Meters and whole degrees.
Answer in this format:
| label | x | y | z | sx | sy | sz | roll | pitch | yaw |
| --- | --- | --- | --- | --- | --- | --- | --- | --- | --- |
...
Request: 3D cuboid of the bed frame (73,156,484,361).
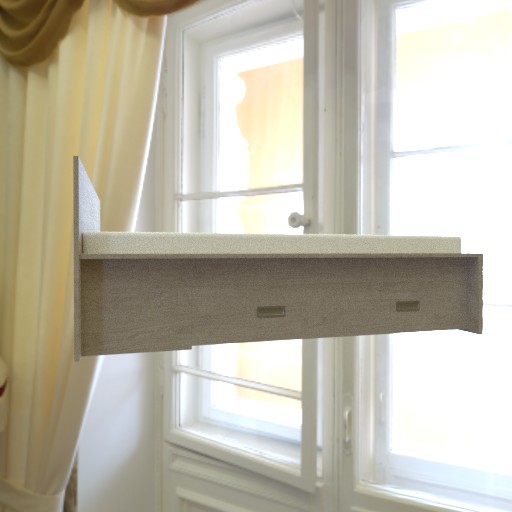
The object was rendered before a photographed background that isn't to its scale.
| label | x | y | z | sx | sy | sz | roll | pitch | yaw |
| --- | --- | --- | --- | --- | --- | --- | --- | --- | --- |
| bed frame | 0.000 | 0.000 | 2.778 | 1.960 | 0.800 | 1.622 | 0 | 1 | -17 |
